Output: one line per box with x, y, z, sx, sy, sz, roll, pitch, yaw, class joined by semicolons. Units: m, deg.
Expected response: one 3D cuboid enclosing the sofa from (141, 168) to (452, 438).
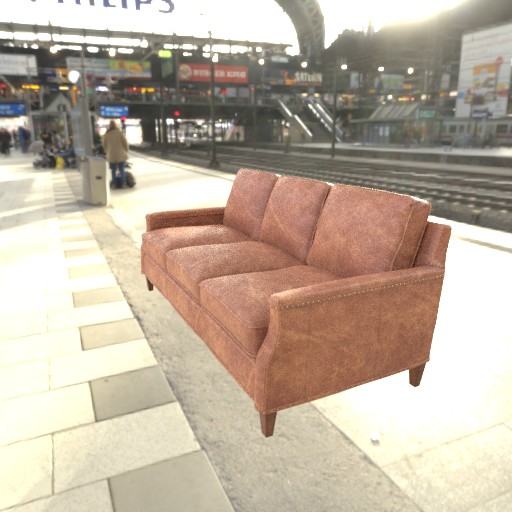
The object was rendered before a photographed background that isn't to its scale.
0.000;0.000;2.946;1.084;1.003;2.246;-8;17;-26;sofa
